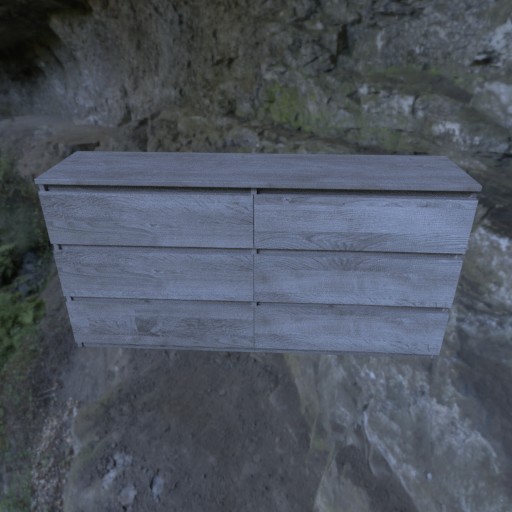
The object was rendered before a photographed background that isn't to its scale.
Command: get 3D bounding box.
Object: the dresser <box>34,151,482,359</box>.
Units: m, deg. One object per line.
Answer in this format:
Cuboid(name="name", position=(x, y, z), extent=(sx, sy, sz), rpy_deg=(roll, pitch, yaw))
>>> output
Cuboid(name="dresser", position=(0.000, 0.000, 1.923), extent=(1.590, 0.795, 0.390), rpy_deg=(1, 28, 2))
